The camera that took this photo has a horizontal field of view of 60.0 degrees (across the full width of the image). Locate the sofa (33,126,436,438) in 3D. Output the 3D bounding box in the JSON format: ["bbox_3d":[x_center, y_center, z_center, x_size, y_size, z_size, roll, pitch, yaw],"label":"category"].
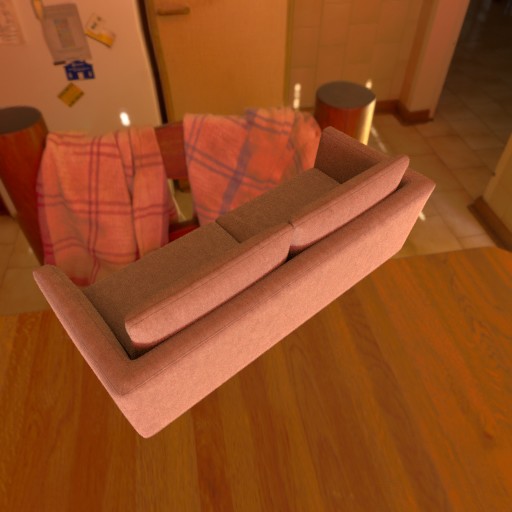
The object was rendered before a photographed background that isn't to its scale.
[{"bbox_3d":[0.000,0.000,2.563,2.121,0.864,0.889,-31,54,-27],"label":"sofa"}]
